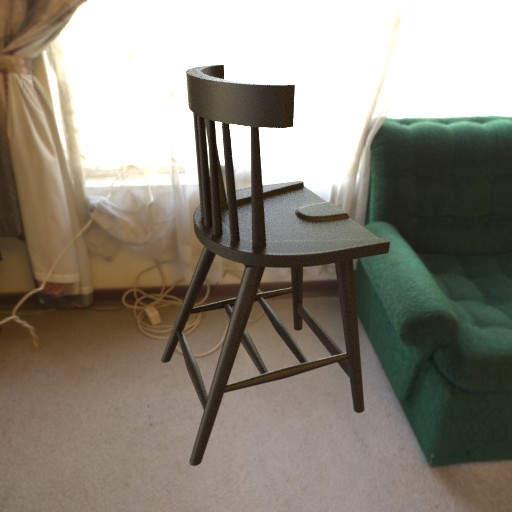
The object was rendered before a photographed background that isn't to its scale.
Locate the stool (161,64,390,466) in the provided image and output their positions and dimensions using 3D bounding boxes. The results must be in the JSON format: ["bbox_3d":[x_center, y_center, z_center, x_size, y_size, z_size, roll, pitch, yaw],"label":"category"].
[{"bbox_3d":[0.000,0.000,1.240,0.549,0.953,0.494,-10,30,-18],"label":"stool"}]
